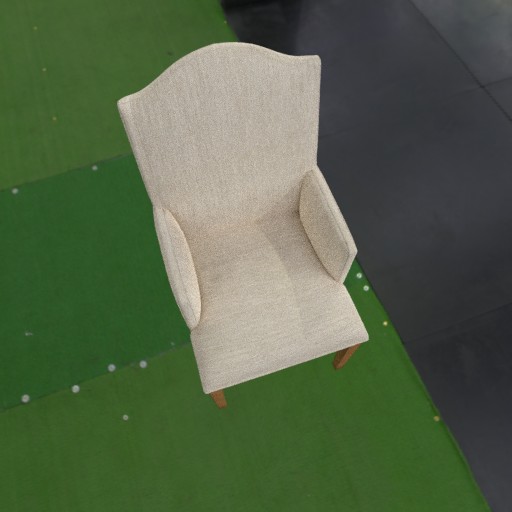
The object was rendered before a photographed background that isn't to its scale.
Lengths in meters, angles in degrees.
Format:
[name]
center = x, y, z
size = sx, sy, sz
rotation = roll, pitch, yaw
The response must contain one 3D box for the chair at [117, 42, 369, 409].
[chair]
center = 0.000, 0.000, 1.340
size = 0.533, 1.016, 0.641
rotation = -16, 64, -8
